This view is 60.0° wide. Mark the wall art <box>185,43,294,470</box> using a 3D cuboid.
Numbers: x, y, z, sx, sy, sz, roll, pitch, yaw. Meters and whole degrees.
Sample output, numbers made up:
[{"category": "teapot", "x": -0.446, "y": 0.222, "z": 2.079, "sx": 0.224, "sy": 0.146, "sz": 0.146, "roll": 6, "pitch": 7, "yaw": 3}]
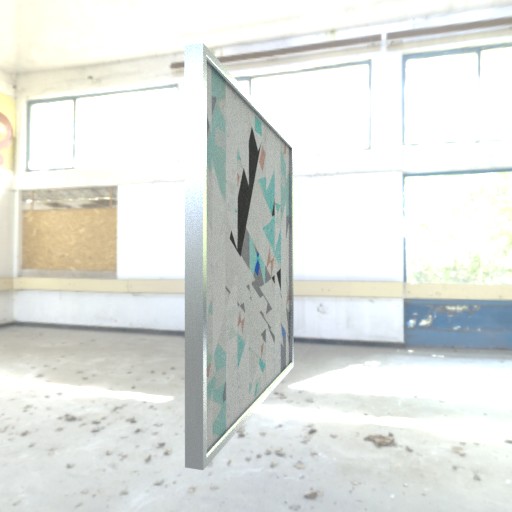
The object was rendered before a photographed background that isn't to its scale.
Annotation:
[{"category": "wall art", "x": 0.000, "y": 0.000, "z": 1.227, "sx": 0.038, "sy": 0.806, "sz": 0.806, "roll": 0, "pitch": 0, "yaw": 17}]
